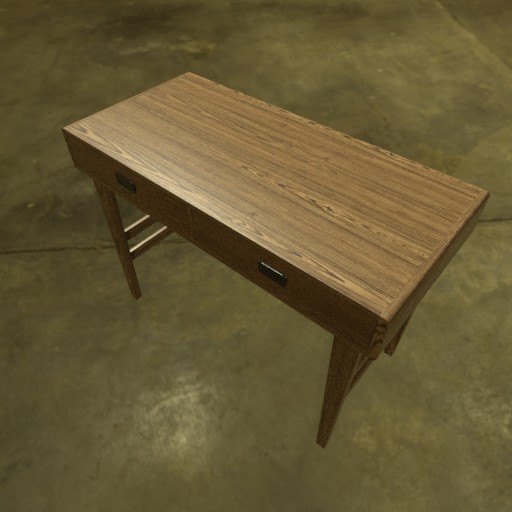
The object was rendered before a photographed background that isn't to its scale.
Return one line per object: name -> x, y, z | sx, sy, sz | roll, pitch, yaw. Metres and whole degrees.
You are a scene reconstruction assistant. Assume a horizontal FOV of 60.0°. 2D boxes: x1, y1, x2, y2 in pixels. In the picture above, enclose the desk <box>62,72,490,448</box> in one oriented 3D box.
desk -> 0.000, 0.000, 1.451 | 1.067, 0.755, 0.508 | 31, 53, 27
